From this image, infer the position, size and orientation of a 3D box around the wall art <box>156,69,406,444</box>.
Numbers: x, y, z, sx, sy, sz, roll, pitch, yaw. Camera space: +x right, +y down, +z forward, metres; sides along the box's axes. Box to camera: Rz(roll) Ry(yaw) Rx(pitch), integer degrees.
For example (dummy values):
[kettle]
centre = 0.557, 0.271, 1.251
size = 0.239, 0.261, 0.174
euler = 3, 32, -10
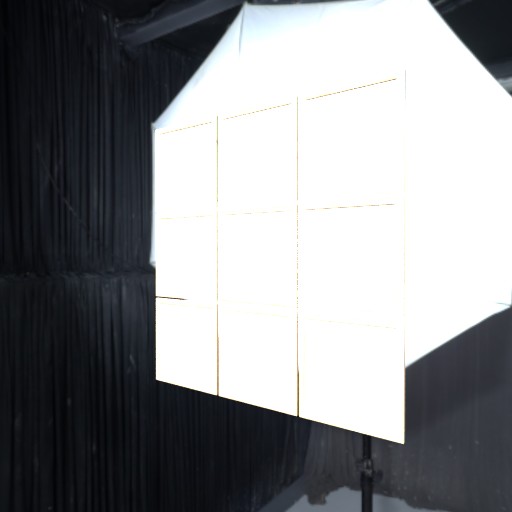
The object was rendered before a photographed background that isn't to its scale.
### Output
[wall art]
centre = 0.000, 0.000, 1.809
size = 1.214, 1.219, 0.013
euler = 0, 1, 37
